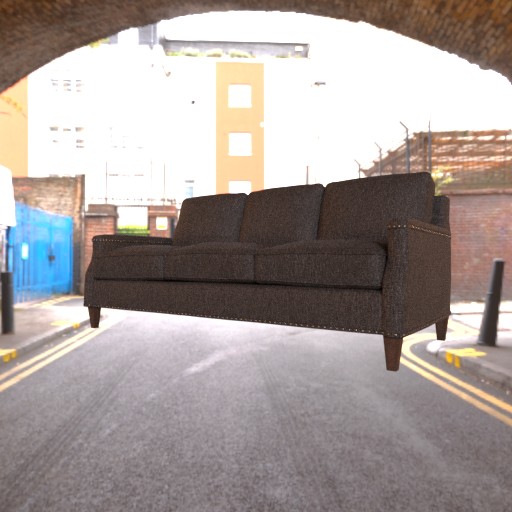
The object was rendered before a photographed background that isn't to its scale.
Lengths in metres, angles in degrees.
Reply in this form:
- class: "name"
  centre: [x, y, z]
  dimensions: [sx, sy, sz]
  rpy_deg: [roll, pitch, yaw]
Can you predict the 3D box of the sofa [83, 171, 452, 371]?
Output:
- class: "sofa"
  centre: [0.000, 0.000, 2.900]
  dimensions: [2.246, 1.003, 1.084]
  rpy_deg: [0, -1, 35]
